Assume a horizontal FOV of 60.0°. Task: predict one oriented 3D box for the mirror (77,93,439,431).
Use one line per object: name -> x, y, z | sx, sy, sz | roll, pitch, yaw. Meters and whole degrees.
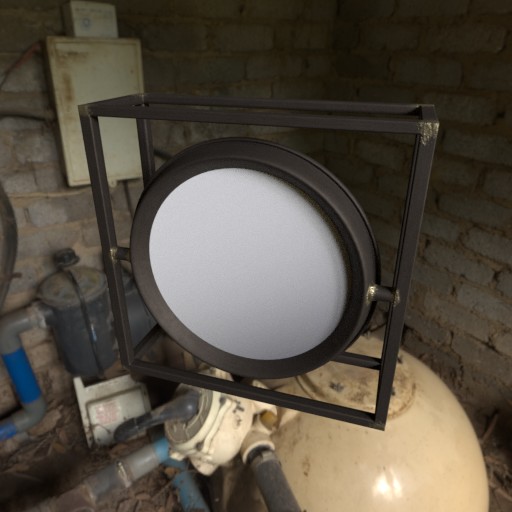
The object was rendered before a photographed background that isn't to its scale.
mirror -> 0.000, 0.000, 0.467 | 0.306, 0.303, 0.107 | 8, 27, 16
